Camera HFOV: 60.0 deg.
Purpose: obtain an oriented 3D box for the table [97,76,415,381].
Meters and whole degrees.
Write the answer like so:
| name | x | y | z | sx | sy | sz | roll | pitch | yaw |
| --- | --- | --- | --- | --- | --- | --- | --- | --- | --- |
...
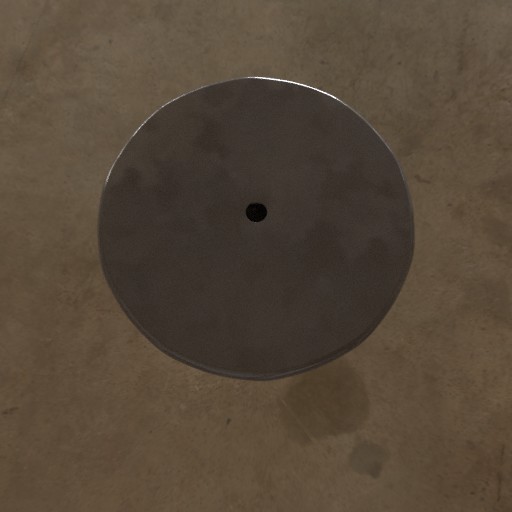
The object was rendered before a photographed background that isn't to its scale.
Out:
| name | x | y | z | sx | sy | sz | roll | pitch | yaw |
| --- | --- | --- | --- | --- | --- | --- | --- | --- | --- |
| table | 0.000 | 0.000 | 0.665 | 0.352 | 0.387 | 0.352 | 0 | 76 | 0 |
